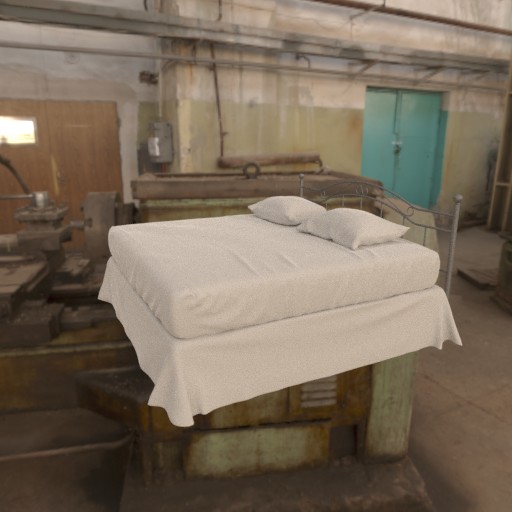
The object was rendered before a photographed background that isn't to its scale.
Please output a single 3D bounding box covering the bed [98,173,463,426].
[{"bbox_3d":[0.000,0.000,3.538,2.220,1.080,2.309,-8,17,-26],"label":"bed"}]
